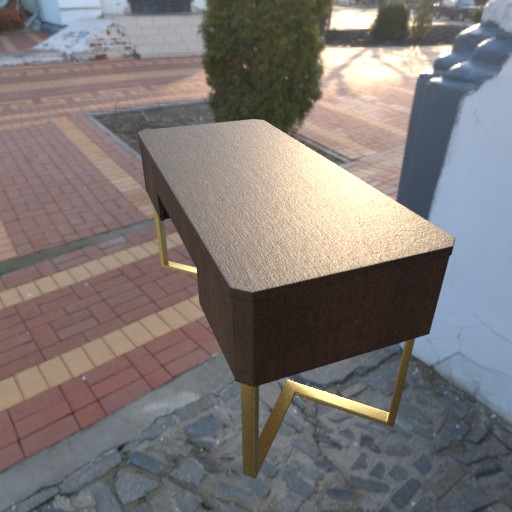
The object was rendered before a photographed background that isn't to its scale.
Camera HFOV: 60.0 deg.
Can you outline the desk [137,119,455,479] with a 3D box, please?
[{"bbox_3d":[0.000,0.000,1.892,0.684,0.762,1.479,-11,33,-18],"label":"desk"}]
